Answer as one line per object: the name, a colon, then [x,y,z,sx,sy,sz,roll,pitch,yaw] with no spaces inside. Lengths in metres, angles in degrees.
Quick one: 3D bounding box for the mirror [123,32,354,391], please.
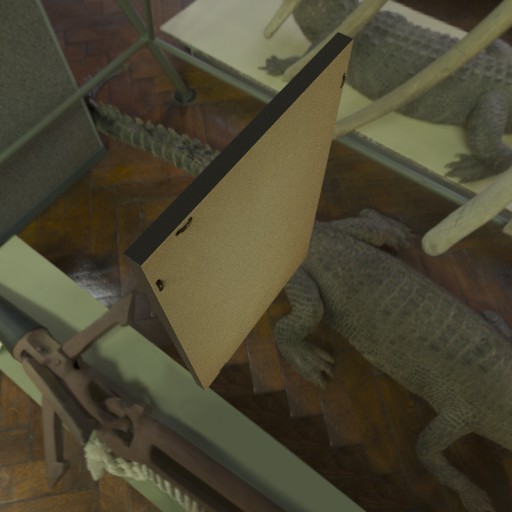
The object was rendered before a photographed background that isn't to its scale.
mirror: [0.000,0.000,1.158,0.041,0.915,0.609,32,67,16]
